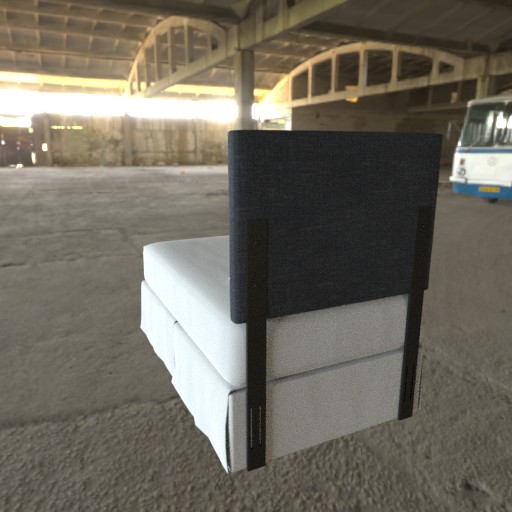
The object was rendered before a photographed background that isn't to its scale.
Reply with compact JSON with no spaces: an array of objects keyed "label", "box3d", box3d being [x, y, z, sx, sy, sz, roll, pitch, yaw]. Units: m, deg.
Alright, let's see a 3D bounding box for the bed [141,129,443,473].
[{"label":"bed","box3d":[0.000,0.000,3.001,1.261,1.571,1.997,-6,15,-25]}]
